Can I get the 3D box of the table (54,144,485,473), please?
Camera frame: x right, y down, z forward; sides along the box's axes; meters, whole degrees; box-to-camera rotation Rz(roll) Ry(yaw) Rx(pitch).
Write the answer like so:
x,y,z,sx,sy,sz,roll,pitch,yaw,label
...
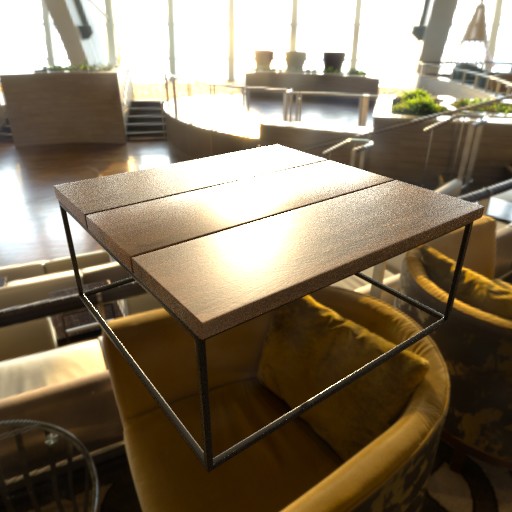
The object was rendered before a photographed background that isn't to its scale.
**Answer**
x,y,z,sx,sy,sz,roll,pitch,yaw,label
0.000,0.000,1.392,0.900,0.400,0.900,-19,33,-32,table
